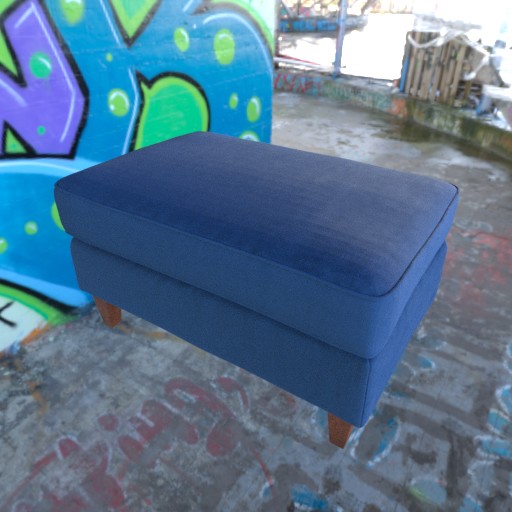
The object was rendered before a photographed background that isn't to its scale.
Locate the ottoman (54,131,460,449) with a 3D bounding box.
[{"bbox_3d":[0.000,0.000,1.186,0.862,0.484,0.583,19,36,28],"label":"ottoman"}]
